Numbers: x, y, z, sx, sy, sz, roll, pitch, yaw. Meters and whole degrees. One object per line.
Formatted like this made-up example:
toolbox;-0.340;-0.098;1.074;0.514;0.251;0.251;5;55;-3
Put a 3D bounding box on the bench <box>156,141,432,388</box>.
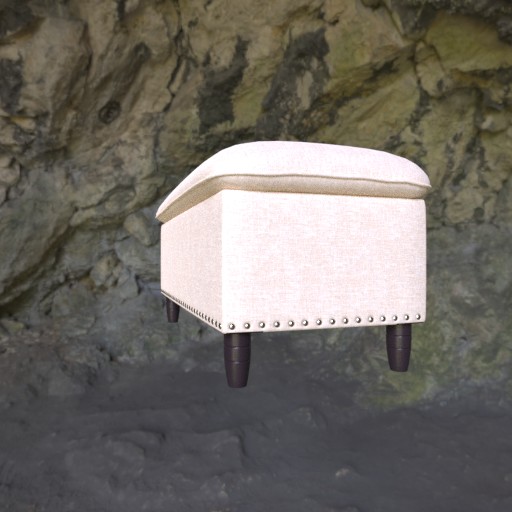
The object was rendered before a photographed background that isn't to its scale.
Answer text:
bench;0.000;0.000;1.280;0.483;0.483;0.991;0;0;-19
